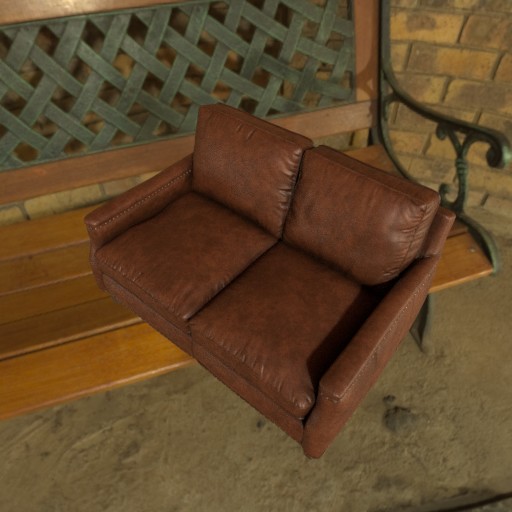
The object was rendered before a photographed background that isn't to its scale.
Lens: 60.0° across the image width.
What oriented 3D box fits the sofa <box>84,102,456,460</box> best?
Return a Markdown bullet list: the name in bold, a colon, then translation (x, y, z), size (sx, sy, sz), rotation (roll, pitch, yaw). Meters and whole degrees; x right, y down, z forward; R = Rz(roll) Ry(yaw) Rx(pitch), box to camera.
- **sofa**: translation (0.000, 0.000, 2.319), size (1.628, 1.003, 1.083), rotation (31, 54, 26)
